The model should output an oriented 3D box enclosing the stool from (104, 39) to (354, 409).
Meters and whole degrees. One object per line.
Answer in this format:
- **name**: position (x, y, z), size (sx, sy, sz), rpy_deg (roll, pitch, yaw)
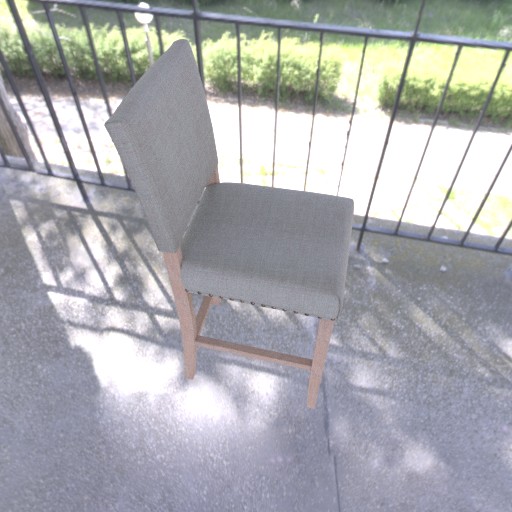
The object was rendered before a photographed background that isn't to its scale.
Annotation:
- **stool**: position (0.000, 0.000, 1.459), size (0.585, 1.173, 0.445), rpy_deg (10, 49, 9)
